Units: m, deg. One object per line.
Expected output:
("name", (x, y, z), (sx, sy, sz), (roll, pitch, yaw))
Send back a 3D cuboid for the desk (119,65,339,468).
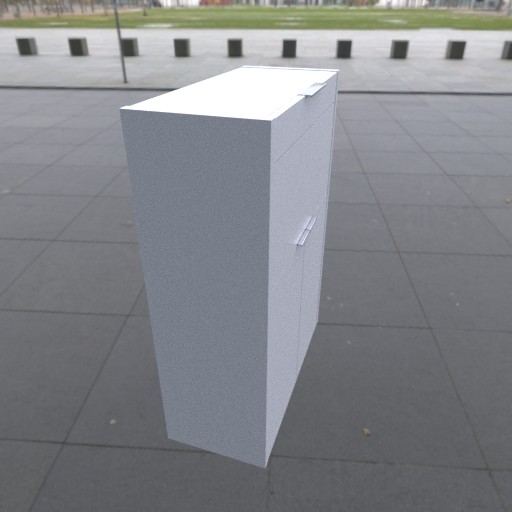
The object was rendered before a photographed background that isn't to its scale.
("desk", (0.000, 0.000, 1.634), (0.390, 1.190, 0.850), (10, 31, 16))
